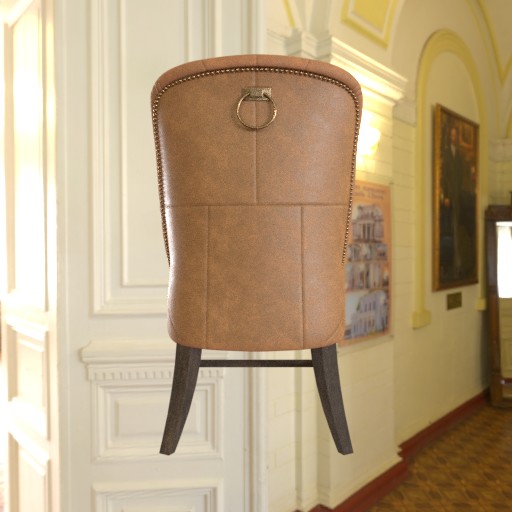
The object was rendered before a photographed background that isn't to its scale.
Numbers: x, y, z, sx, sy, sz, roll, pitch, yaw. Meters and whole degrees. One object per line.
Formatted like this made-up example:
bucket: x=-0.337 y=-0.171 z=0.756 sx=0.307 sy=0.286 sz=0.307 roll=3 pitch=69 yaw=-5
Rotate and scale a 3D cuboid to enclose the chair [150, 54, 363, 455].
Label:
chair: x=0.000 y=0.000 z=1.481 sx=0.634 sy=1.091 sz=0.629 roll=0 pitch=1 yaw=0
